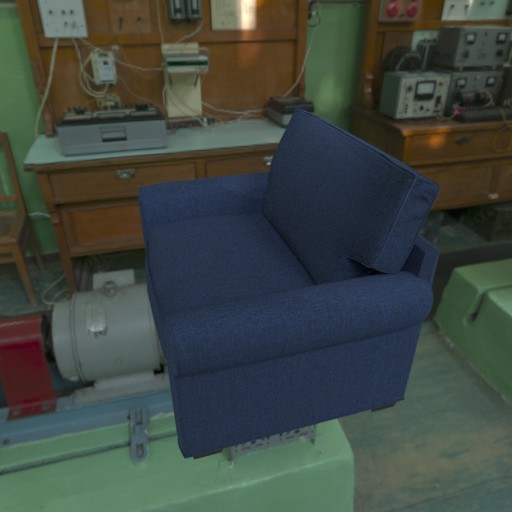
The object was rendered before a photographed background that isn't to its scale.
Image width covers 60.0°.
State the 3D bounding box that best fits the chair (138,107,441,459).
[{"bbox_3d":[0.000,0.000,1.954,0.963,1.044,1.285,-9,32,-15],"label":"chair"}]
